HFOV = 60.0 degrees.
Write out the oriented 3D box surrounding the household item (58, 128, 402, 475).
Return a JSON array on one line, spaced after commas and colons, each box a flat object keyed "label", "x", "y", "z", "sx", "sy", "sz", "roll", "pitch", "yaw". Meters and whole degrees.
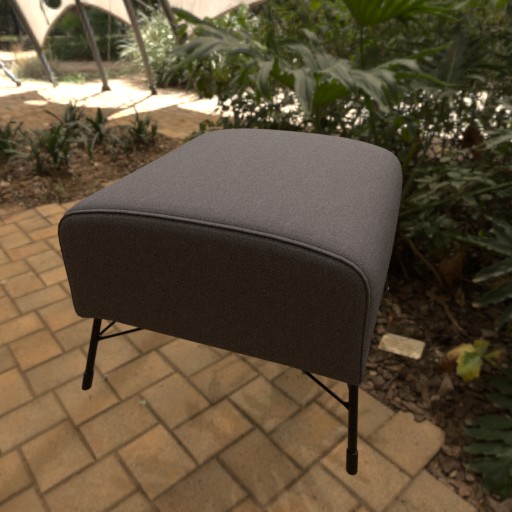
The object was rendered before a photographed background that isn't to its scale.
[{"label": "household item", "x": 0.000, "y": 0.000, "z": 0.888, "sx": 0.530, "sy": 0.410, "sz": 0.530, "roll": 10, "pitch": 31, "yaw": 17}]
